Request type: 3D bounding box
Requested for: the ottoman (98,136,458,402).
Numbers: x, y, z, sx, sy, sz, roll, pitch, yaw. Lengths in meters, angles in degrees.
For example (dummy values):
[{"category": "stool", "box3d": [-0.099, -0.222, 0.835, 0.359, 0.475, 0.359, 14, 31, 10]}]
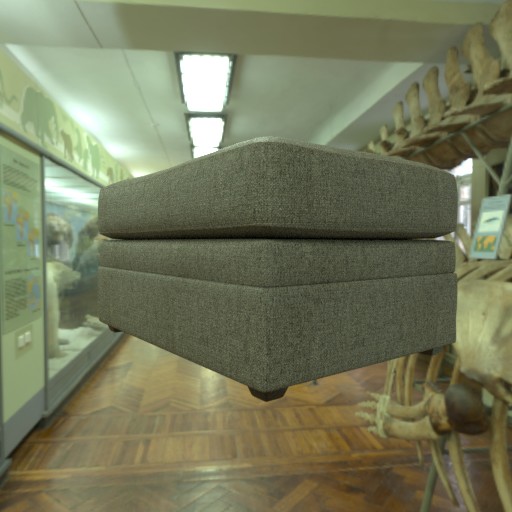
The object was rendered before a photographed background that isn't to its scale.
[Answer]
[{"category": "ottoman", "box3d": [0.000, 0.000, 1.235, 0.637, 0.478, 0.885, -1, 2, -37]}]
